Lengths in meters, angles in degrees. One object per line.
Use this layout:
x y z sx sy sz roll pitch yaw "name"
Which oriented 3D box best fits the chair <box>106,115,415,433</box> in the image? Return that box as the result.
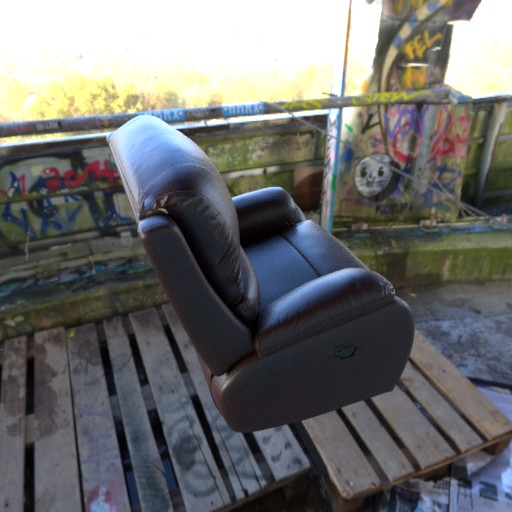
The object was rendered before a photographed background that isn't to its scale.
0.000 0.000 1.691 0.899 1.011 0.930 -11 33 -18 "chair"
